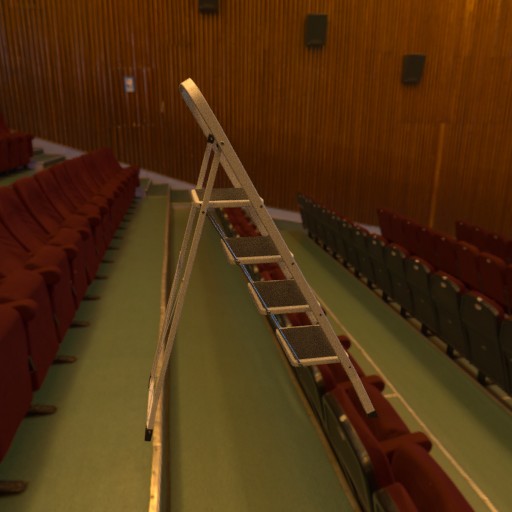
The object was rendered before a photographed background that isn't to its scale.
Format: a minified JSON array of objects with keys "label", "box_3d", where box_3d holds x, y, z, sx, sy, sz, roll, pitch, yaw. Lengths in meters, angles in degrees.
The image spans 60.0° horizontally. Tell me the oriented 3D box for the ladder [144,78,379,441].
[{"label":"ladder","box_3d":[0.000,0.000,1.727,0.914,1.265,0.460,-3,17,-10]}]
